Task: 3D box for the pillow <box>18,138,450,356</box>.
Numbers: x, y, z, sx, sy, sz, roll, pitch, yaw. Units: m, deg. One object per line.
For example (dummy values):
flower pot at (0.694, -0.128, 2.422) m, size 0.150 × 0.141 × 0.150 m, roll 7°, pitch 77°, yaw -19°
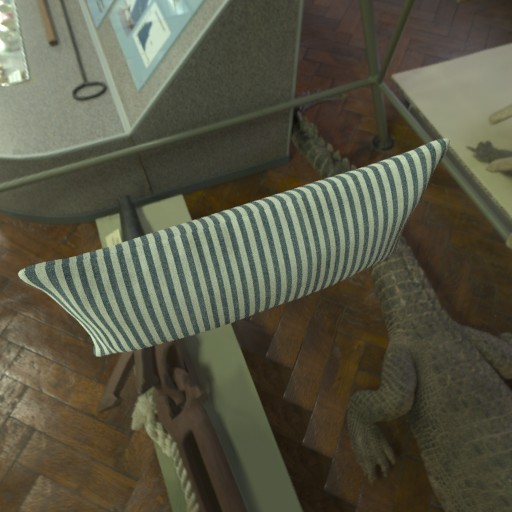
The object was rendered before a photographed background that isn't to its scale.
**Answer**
pillow at (0.000, 0.000, 0.716) m, size 0.617 × 0.295 × 0.151 m, roll -19°, pitch 60°, yaw -11°
